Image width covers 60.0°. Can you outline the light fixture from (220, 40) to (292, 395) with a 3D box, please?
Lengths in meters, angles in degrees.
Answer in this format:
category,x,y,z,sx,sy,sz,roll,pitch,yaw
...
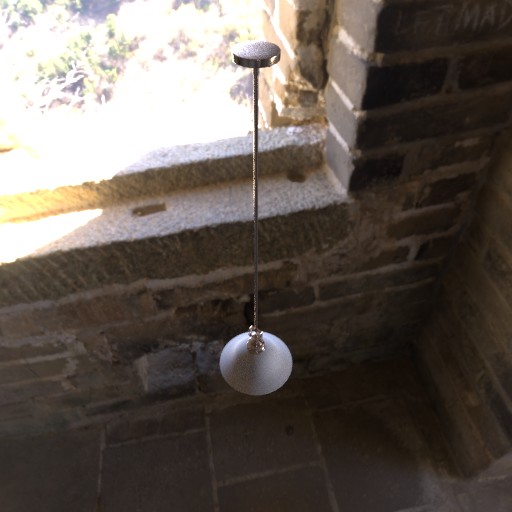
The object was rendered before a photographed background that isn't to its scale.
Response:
category,x,y,z,sx,sy,sz,roll,pitch,yaw
light fixture,0.000,0.000,1.501,0.324,1.354,0.324,25,51,22
